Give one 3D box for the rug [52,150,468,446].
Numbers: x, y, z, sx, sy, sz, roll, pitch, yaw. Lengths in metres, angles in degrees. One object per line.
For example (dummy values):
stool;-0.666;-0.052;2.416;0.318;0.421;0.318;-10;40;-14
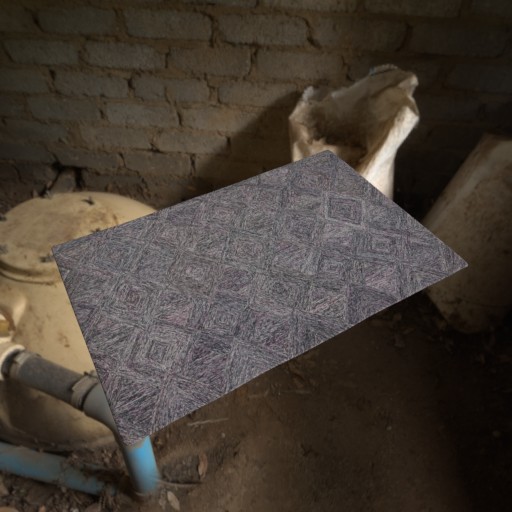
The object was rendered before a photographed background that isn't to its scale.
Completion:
rug;0.000;0.000;2.216;1.752;0.013;1.158;-23;51;-20
